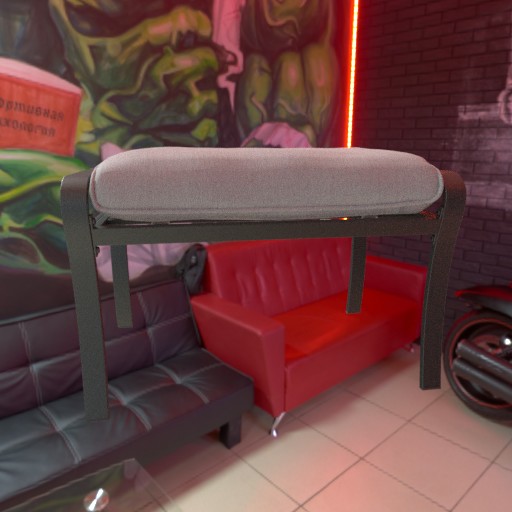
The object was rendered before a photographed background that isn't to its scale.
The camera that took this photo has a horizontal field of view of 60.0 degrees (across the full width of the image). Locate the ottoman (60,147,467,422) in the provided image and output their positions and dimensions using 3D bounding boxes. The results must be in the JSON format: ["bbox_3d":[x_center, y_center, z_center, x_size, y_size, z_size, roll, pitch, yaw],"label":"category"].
[{"bbox_3d":[0.000,0.000,0.880,0.610,0.422,0.406,-2,14,-9],"label":"ottoman"}]
